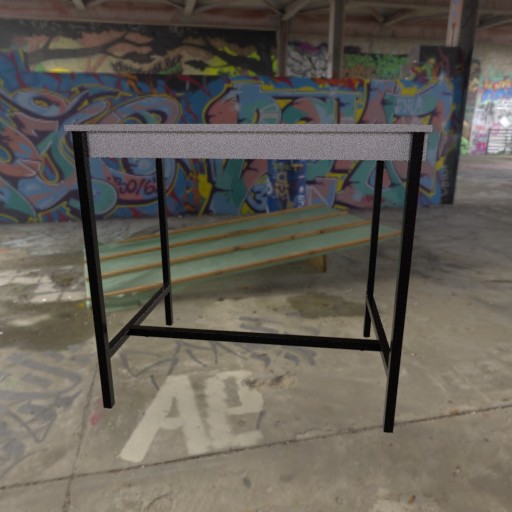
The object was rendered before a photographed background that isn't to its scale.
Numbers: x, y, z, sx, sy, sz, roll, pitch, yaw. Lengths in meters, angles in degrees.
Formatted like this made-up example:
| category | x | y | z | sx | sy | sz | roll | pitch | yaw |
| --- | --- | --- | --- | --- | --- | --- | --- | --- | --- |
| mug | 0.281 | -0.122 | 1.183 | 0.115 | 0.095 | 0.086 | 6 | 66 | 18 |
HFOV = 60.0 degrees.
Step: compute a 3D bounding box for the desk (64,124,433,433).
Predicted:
| category | x | y | z | sx | sy | sz | roll | pitch | yaw |
| --- | --- | --- | --- | --- | --- | --- | --- | --- | --- |
| desk | 0.000 | 0.000 | 1.347 | 0.811 | 0.766 | 0.573 | 2 | 17 | 7 |
